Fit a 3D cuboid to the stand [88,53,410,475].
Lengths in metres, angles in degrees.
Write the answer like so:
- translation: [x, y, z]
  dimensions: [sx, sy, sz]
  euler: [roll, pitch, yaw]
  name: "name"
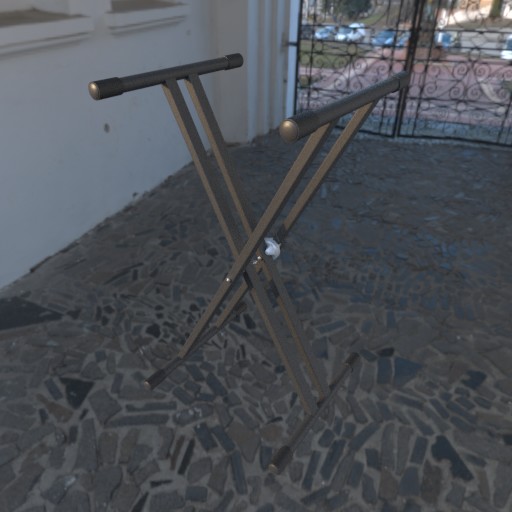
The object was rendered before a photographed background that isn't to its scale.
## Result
- translation: [0.000, 0.000, 1.178]
  dimensions: [0.503, 0.900, 0.495]
  euler: [21, 38, 30]
  name: "stand"
